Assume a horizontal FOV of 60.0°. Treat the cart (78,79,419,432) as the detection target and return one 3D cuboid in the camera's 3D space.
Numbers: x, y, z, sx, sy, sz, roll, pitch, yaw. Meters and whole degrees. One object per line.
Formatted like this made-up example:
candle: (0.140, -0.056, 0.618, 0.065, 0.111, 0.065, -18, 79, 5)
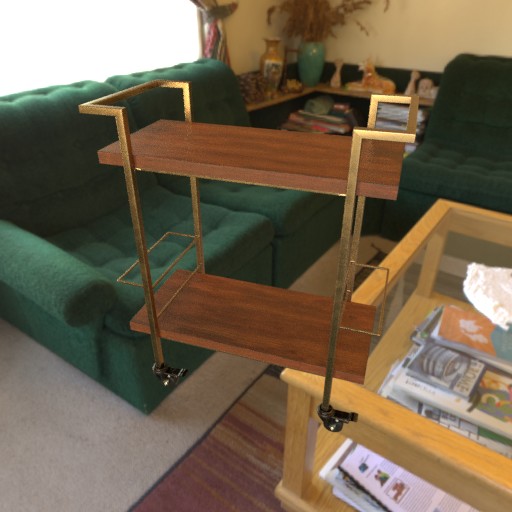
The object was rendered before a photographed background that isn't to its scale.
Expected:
cart: (0.000, 0.000, 1.191, 0.695, 0.807, 0.364, 10, 33, 16)
